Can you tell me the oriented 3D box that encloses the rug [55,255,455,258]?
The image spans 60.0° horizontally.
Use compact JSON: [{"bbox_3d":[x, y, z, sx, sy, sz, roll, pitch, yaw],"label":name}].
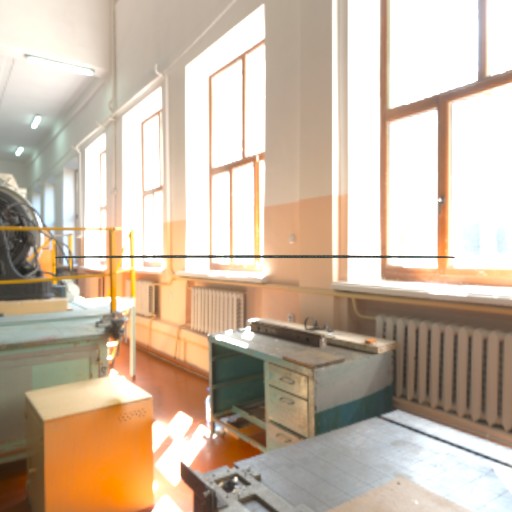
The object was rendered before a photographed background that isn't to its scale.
[{"bbox_3d":[0.000,0.000,4.229,2.337,0.013,3.291,0,0,0],"label":"rug"}]
